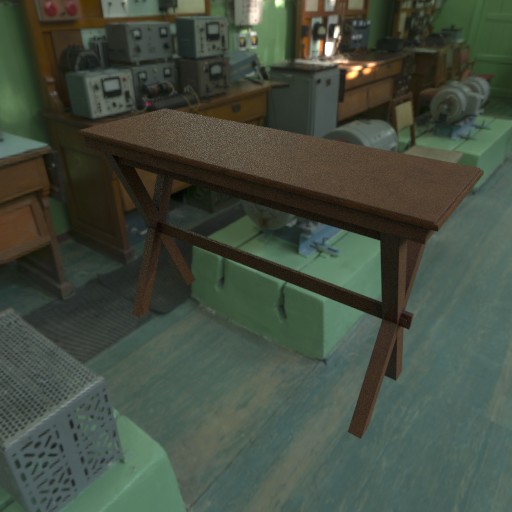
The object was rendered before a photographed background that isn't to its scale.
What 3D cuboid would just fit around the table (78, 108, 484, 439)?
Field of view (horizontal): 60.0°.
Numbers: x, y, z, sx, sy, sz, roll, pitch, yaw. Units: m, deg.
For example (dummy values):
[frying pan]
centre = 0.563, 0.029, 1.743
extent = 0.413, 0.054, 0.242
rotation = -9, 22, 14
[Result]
[table]
centre = 0.000, 0.000, 1.524
extent = 1.197, 0.763, 0.399
rotation = 20, 36, 30
